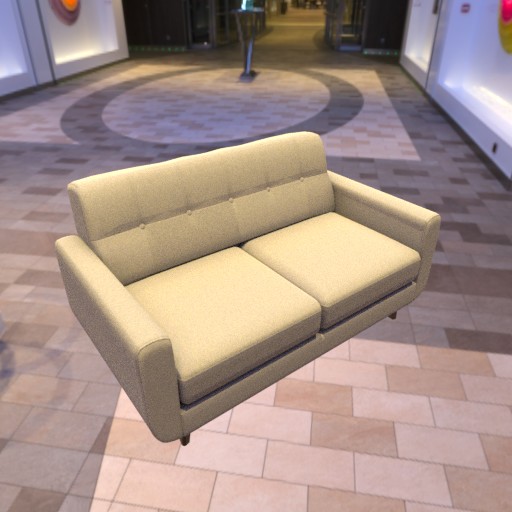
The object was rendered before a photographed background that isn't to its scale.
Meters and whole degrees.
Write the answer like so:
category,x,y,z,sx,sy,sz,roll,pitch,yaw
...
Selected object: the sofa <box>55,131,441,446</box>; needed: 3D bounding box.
category,x,y,z,sx,sy,sz,roll,pitch,yaw
sofa,0.000,0.000,2.214,1.655,0.892,0.980,-21,37,-31
